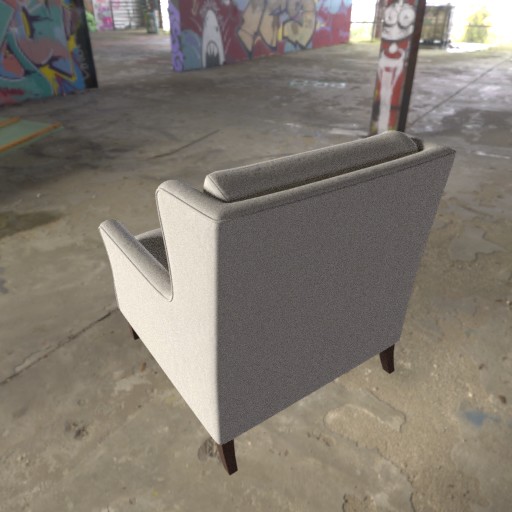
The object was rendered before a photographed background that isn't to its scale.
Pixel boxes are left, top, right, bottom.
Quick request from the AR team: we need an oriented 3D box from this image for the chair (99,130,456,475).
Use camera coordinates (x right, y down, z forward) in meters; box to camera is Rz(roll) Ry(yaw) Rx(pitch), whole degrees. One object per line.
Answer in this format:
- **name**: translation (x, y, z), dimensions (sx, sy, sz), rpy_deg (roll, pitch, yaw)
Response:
- **chair**: translation (0.000, 0.000, 1.836), dimensions (0.982, 1.056, 1.040), rpy_deg (-20, 36, -30)
